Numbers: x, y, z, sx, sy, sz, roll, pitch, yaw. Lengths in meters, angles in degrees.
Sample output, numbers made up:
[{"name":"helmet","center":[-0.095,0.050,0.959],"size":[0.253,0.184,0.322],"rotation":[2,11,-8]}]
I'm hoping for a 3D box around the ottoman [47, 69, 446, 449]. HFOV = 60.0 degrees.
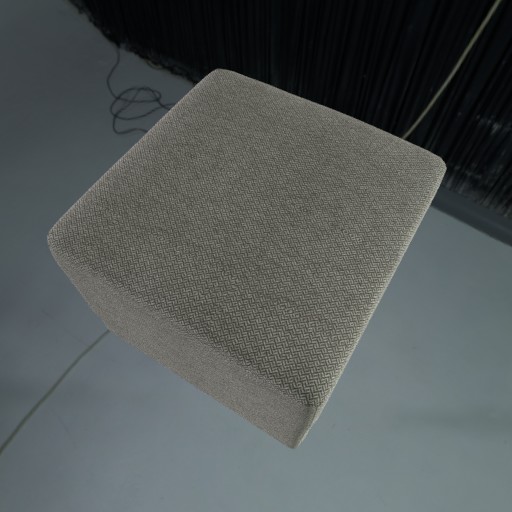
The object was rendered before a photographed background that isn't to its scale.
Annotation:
[{"name":"ottoman","center":[0.000,0.000,0.912],"size":[0.512,0.453,0.519],"rotation":[28,64,15]}]
